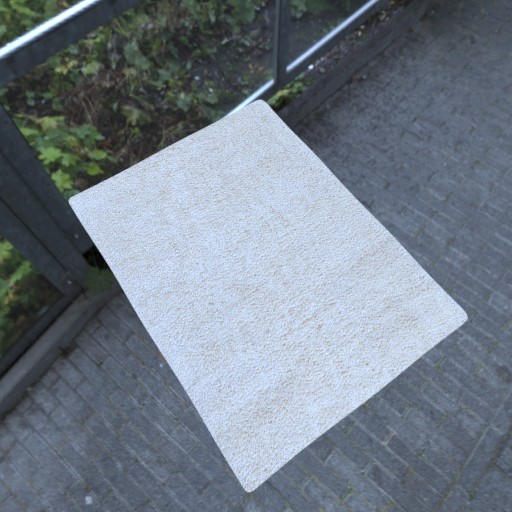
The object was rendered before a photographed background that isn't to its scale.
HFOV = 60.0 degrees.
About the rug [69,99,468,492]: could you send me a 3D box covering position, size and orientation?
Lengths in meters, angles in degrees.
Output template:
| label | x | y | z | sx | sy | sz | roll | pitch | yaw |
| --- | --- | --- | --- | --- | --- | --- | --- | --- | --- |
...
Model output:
| label | x | y | z | sx | sy | sz | roll | pitch | yaw |
| --- | --- | --- | --- | --- | --- | --- | --- | --- | --- |
| rug | 0.000 | 0.000 | 2.103 | 1.200 | 0.027 | 1.600 | -32 | 68 | -15 |
